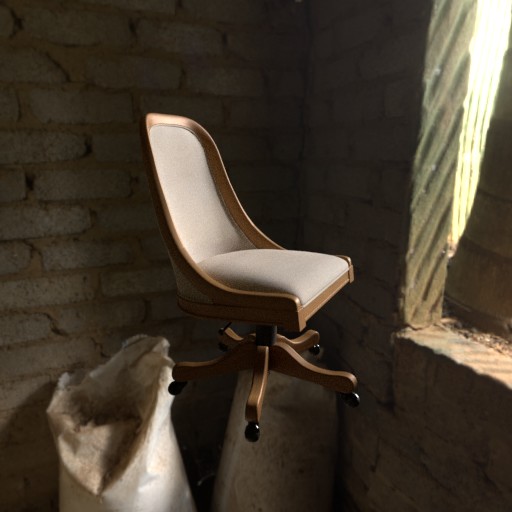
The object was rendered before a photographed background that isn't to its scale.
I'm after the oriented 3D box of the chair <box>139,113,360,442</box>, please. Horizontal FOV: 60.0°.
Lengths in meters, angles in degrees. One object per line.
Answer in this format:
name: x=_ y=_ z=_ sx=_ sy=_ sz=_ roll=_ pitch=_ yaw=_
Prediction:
chair: x=0.000 y=0.000 z=1.612 sx=0.811 sy=1.009 sz=0.702 roll=7 pitch=15 yaw=26
